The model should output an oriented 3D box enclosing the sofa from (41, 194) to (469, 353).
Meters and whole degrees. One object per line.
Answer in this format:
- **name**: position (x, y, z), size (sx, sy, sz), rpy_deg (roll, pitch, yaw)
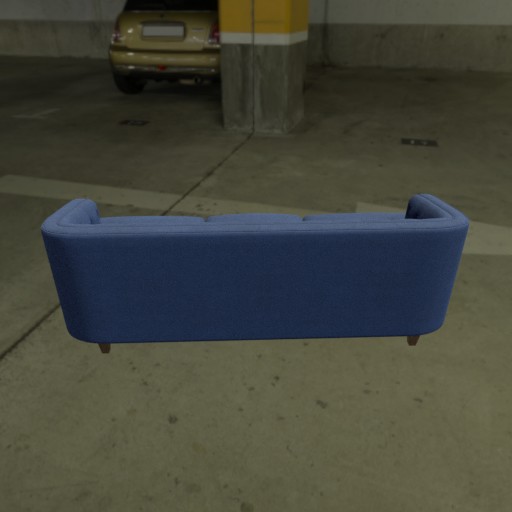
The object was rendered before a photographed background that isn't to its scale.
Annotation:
- **sofa**: position (0.000, 0.000, 2.640), size (2.235, 0.787, 0.914), rpy_deg (-1, 30, -2)
